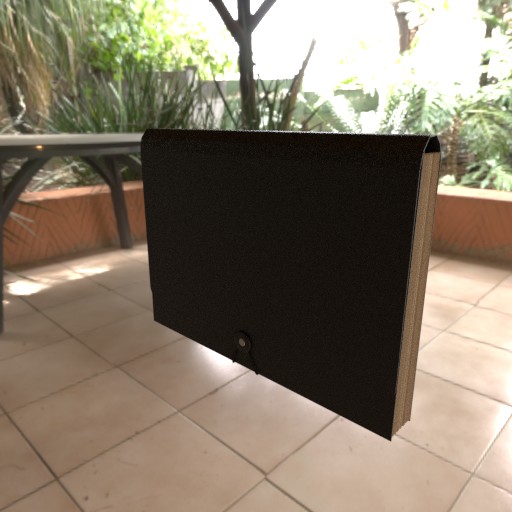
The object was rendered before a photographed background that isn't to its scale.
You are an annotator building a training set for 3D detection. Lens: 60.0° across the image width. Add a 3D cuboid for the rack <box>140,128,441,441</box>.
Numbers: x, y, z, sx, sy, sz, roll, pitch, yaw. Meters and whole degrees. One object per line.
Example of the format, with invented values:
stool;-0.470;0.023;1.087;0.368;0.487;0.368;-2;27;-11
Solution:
rack;0.000;0.000;0.443;0.330;0.241;0.041;15;23;41
